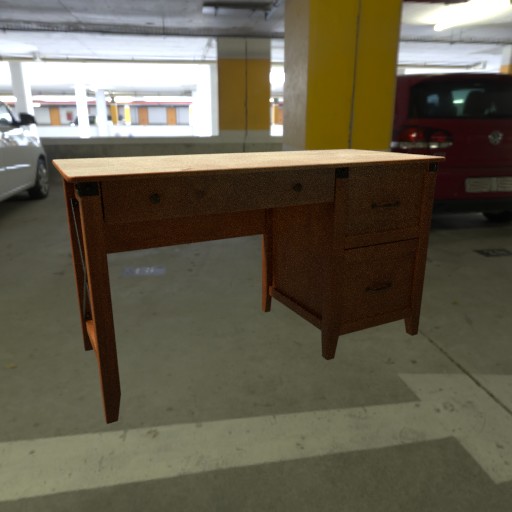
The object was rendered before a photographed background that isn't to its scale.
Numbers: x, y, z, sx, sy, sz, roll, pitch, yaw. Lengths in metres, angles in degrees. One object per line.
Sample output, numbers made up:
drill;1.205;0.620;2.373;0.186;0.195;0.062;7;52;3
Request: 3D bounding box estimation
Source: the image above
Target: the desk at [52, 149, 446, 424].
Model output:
desk;0.000;0.000;1.751;1.353;0.756;0.574;-9;19;-26
